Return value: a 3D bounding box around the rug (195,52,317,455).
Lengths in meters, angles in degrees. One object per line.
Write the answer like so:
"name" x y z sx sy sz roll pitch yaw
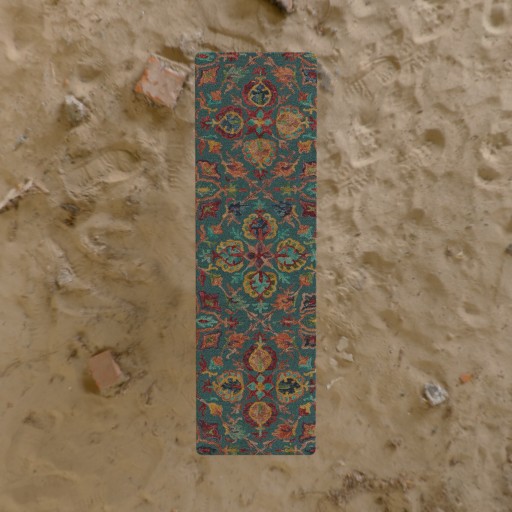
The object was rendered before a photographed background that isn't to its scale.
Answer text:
"rug" 0.000 0.000 2.515 0.686 0.013 2.286 0 91 0
